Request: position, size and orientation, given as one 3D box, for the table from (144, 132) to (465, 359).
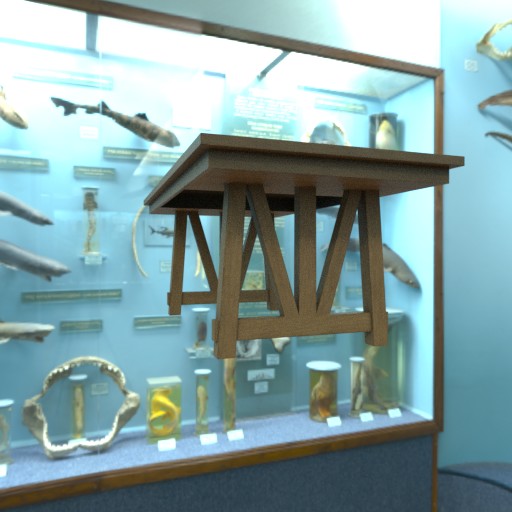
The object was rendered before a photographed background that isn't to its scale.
[{"bbox_3d":[0.000,0.000,2.402,1.016,0.768,1.881,0,1,-19],"label":"table"}]
